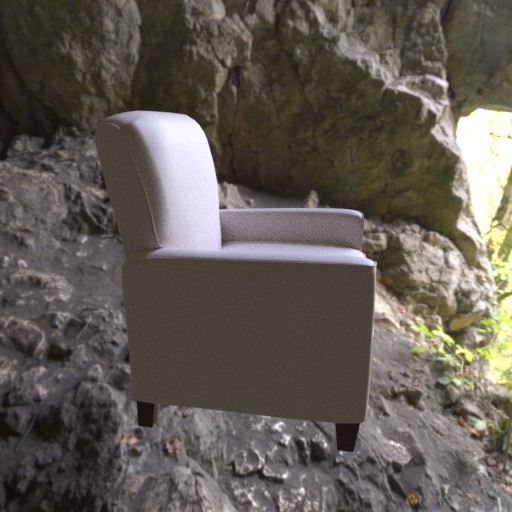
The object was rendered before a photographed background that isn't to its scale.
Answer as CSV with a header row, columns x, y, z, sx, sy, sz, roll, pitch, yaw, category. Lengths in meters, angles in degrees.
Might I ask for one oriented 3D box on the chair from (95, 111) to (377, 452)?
x,y,z,sx,sy,sz,roll,pitch,yaw,category
0.000,0.000,1.655,0.858,1.028,0.841,3,17,10,chair
